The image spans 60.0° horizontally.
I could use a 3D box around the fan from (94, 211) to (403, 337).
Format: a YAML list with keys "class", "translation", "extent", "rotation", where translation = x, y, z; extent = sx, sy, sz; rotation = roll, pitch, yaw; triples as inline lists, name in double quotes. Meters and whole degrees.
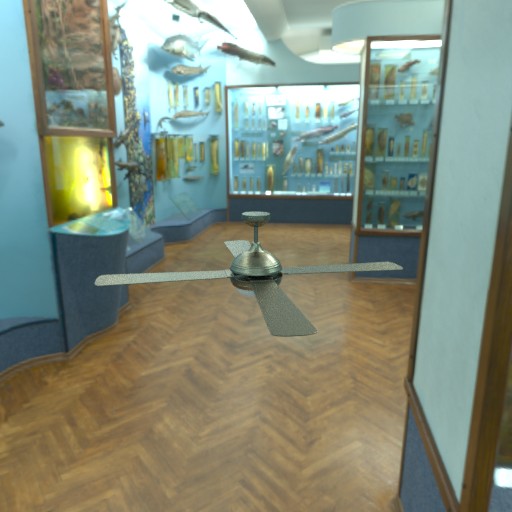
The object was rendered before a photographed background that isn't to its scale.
- class: "fan"
  translation: [0.000, 0.000, 1.980]
  extent: [1.321, 0.381, 1.321]
  rotation: [3, 14, 10]
